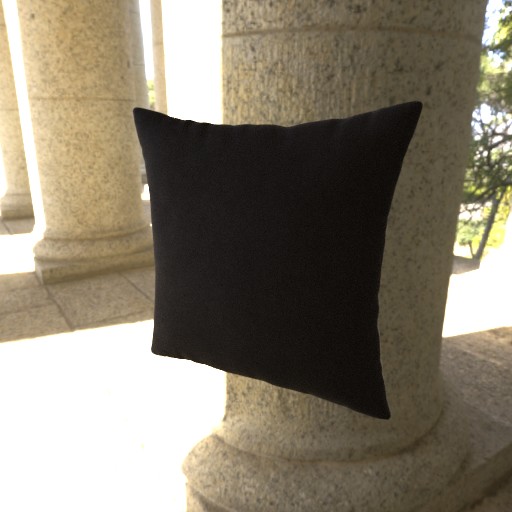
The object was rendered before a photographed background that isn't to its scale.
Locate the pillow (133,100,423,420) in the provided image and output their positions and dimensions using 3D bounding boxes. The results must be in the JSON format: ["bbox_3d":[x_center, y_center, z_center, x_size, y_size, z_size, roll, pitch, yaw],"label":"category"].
[{"bbox_3d":[0.000,0.000,0.786,0.511,0.509,0.161,8,18,26],"label":"pillow"}]
